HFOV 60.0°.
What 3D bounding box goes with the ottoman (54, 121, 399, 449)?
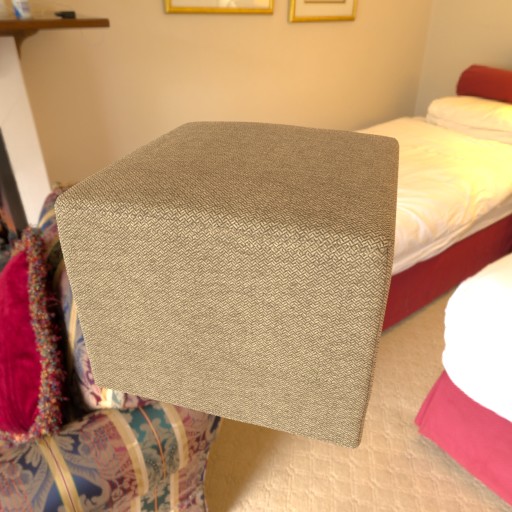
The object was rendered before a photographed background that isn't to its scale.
[{"bbox_3d":[0.000,0.000,0.908,0.512,0.453,0.519,8,31,14],"label":"ottoman"}]
